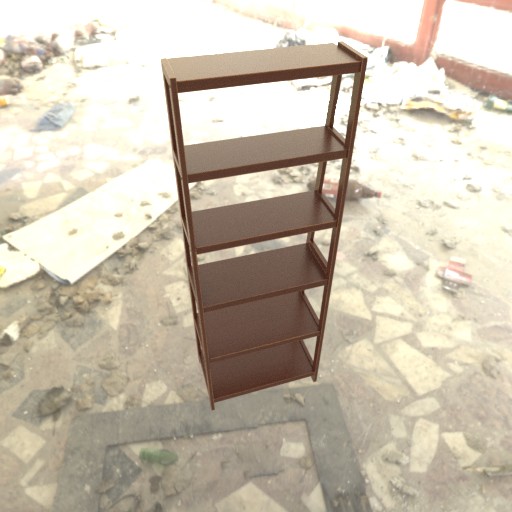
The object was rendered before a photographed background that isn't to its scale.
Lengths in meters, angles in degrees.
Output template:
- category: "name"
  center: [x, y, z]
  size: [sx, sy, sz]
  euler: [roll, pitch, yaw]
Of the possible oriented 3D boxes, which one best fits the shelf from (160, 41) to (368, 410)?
- category: "shelf"
  center: [0.000, 0.000, 2.148]
  size: [0.660, 1.892, 0.381]
  euler: [-12, 43, -13]
